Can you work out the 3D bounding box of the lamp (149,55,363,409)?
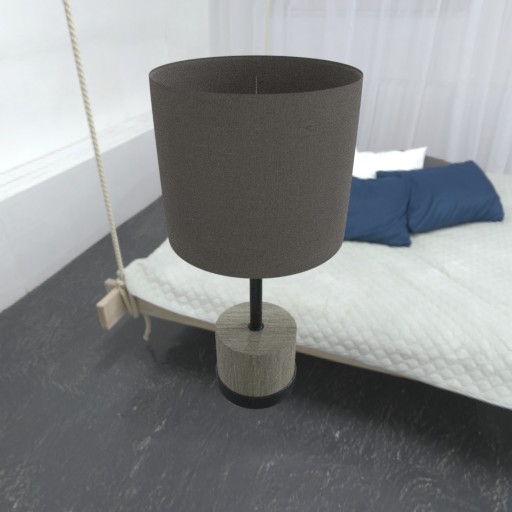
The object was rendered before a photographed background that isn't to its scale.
[{"bbox_3d":[0.000,0.000,0.602,0.229,0.470,0.229,0,32,0],"label":"lamp"}]
